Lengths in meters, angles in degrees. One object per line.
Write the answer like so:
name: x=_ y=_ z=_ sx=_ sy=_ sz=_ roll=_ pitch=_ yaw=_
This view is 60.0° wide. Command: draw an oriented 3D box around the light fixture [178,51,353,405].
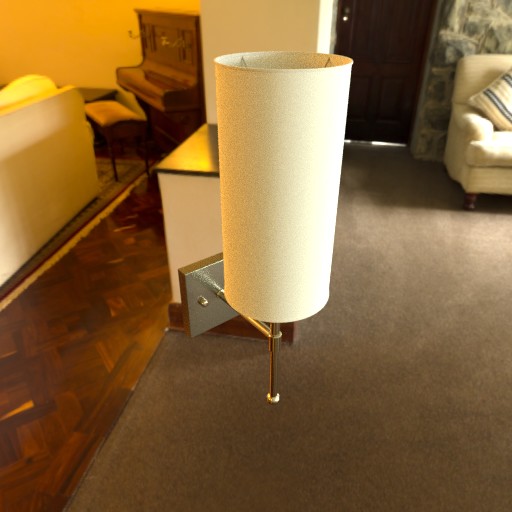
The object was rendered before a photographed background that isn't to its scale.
light fixture: x=0.000 y=0.000 z=0.556 sx=0.128 sy=0.462 sz=0.208 roll=-22 pitch=37 yaw=-32
